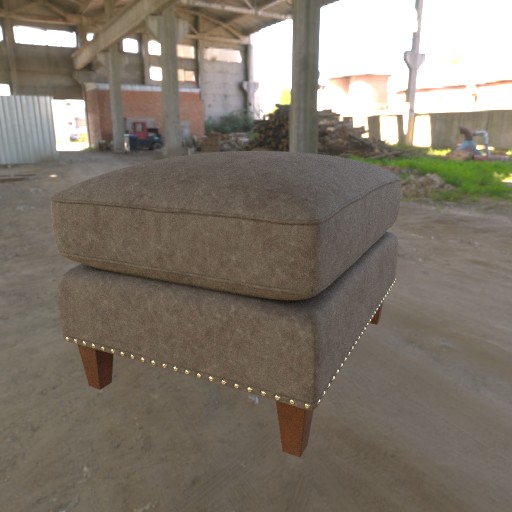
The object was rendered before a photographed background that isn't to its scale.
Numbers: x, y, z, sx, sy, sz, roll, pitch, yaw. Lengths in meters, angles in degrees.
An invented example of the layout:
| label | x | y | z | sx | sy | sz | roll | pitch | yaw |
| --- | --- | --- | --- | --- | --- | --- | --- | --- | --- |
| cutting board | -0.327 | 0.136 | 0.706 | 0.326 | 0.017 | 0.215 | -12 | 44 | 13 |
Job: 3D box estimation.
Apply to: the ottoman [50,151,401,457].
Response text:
| label | x | y | z | sx | sy | sz | roll | pitch | yaw |
| --- | --- | --- | --- | --- | --- | --- | --- | --- | --- |
| ottoman | 0.000 | 0.000 | 1.116 | 0.584 | 0.513 | 0.741 | 8 | 17 | 26 |
